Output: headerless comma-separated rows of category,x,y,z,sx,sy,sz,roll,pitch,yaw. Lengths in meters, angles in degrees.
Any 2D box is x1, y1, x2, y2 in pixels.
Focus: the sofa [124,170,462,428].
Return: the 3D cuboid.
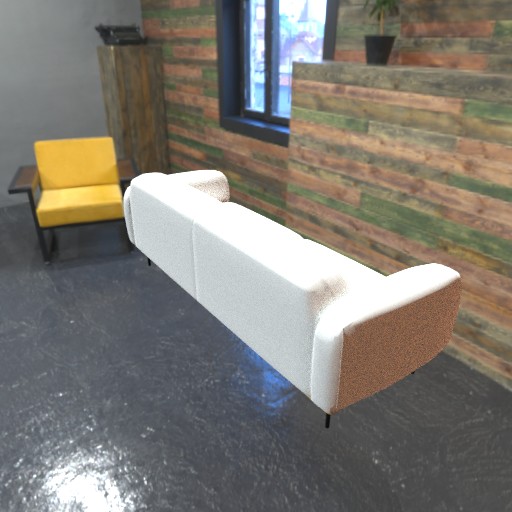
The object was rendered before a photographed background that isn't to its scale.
sofa,0.000,0.000,2.741,0.870,0.780,2.280,-18,31,-32
